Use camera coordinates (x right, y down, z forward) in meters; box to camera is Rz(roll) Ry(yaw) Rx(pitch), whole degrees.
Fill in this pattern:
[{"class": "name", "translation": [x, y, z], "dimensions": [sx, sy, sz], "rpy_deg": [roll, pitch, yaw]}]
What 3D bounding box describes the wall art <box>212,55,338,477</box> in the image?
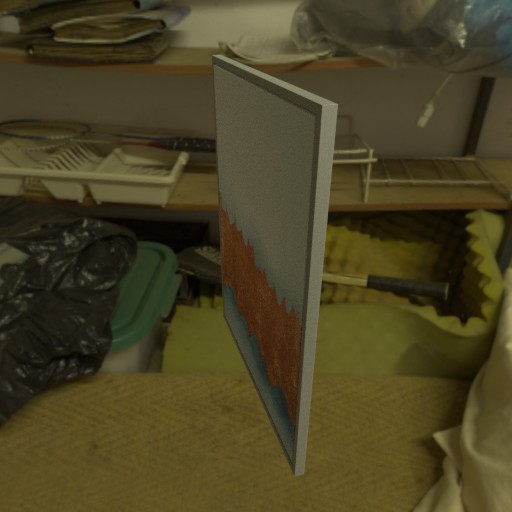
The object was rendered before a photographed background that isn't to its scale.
[{"class": "wall art", "translation": [0.000, 0.000, 1.349], "dimensions": [0.034, 1.042, 0.789], "rpy_deg": [-10, 32, -16]}]
